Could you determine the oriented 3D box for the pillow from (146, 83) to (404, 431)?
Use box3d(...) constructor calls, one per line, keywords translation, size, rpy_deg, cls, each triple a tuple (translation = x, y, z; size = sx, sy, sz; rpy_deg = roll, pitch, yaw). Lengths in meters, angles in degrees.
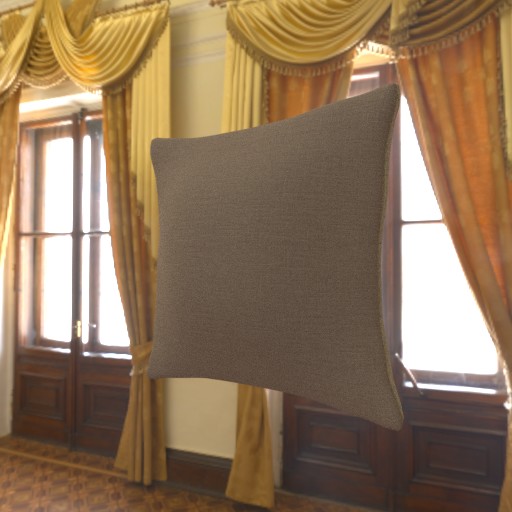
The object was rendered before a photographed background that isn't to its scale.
box3d(translation=(0.000, 0.000, 0.656), size=(0.435, 0.416, 0.189), rpy_deg=(-1, -2, 35), cls="pillow")
